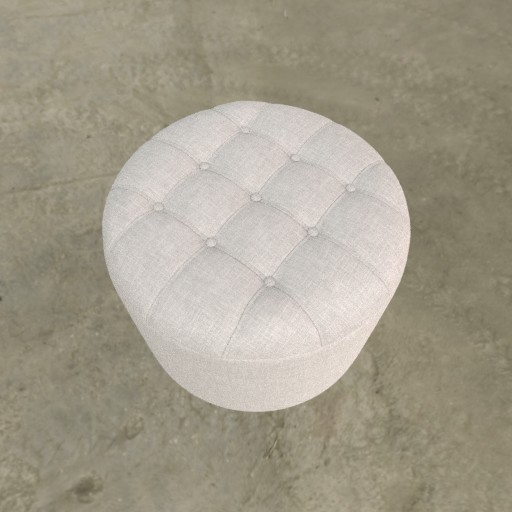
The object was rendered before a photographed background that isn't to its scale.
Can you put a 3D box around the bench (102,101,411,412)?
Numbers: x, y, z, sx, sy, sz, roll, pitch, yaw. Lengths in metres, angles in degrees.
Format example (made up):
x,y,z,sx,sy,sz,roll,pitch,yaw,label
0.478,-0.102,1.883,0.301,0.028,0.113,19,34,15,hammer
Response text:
x,y,z,sx,sy,sz,roll,pitch,yaw,label
0.000,0.000,1.005,0.600,0.453,0.600,0,58,0,bench
